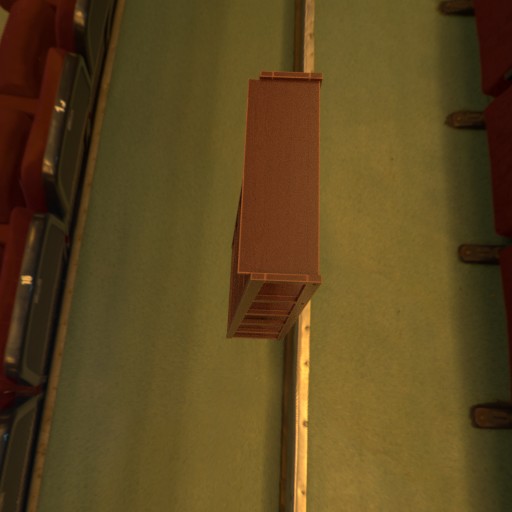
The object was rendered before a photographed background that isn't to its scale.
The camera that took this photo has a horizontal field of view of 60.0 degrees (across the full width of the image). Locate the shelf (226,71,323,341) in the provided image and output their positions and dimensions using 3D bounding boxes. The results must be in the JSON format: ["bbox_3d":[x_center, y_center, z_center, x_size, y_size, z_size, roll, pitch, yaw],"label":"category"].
[{"bbox_3d":[0.000,0.000,2.184,0.381,1.892,0.660,2,75,1],"label":"shelf"}]
